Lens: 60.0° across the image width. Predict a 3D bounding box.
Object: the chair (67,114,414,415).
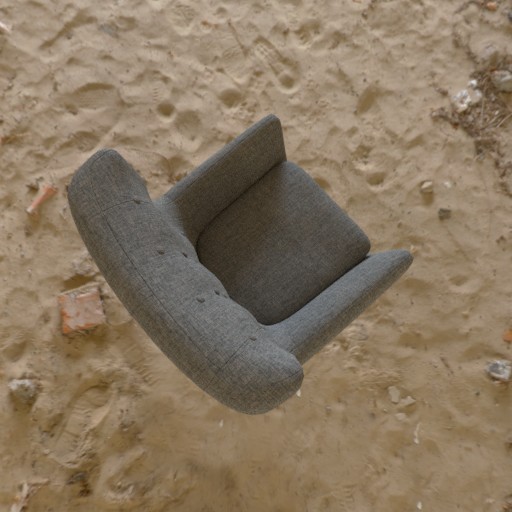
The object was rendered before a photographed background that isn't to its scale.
[{"bbox_3d":[0.000,0.000,1.720,0.904,1.063,0.878,-40,79,-10],"label":"chair"}]
